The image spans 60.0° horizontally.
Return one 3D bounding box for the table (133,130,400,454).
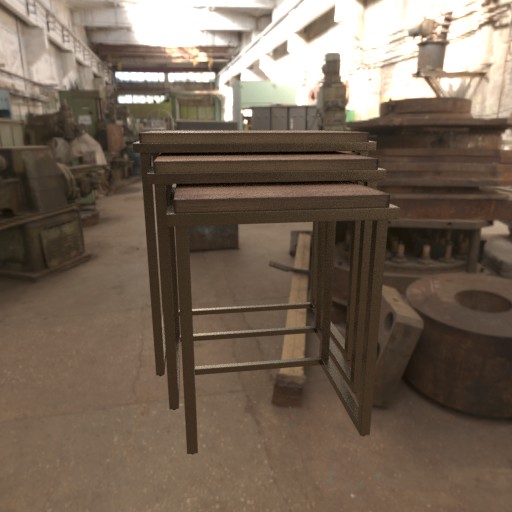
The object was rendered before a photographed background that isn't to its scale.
[{"bbox_3d":[0.000,0.000,1.135,0.559,0.610,0.706,-2,17,-8],"label":"table"}]
